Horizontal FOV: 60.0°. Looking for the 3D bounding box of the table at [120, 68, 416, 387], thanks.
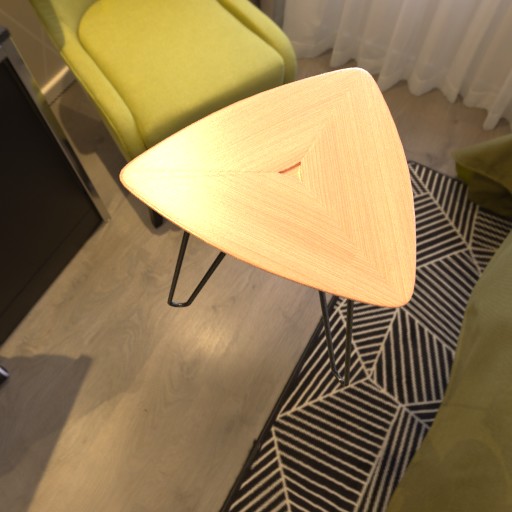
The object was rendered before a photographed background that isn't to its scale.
[{"bbox_3d":[0.000,0.000,0.909,0.455,0.564,0.442,-1,64,-1],"label":"table"}]
